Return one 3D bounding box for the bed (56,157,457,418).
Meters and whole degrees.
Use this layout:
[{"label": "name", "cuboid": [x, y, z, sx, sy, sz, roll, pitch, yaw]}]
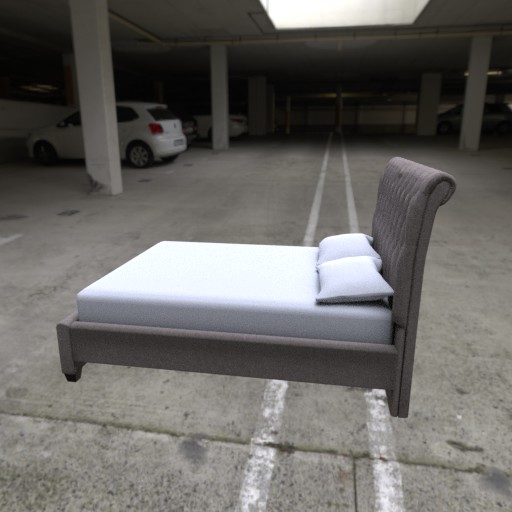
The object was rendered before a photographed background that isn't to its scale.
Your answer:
[{"label": "bed", "cuboid": [0.000, 0.000, 3.265, 2.252, 1.371, 1.645, 3, 15, 9]}]
